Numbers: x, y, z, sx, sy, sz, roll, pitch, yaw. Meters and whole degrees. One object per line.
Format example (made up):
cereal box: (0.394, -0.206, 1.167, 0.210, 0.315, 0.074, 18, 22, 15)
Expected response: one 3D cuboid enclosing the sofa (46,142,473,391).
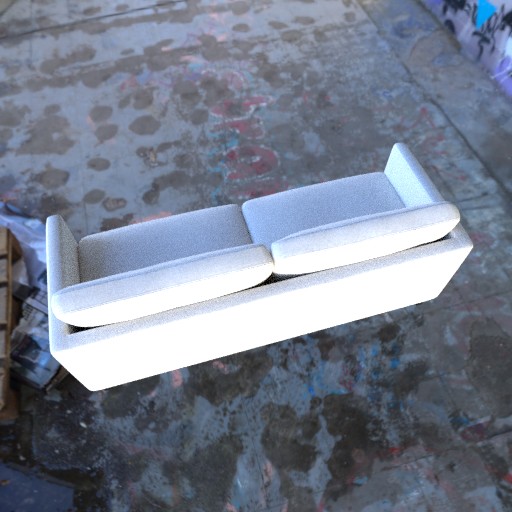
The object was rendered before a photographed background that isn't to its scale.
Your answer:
sofa: (0.000, 0.000, 2.873, 2.434, 0.965, 0.948, -14, 58, -9)
